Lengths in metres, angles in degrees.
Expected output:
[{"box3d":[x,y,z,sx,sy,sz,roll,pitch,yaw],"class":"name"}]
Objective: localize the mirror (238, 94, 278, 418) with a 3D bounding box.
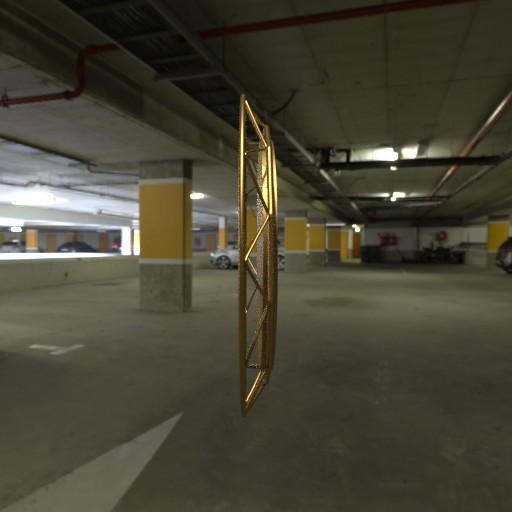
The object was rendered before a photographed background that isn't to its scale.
[{"box3d":[0.000,0.000,0.662,0.043,0.454,0.454,0,1,-1],"class":"mirror"}]
